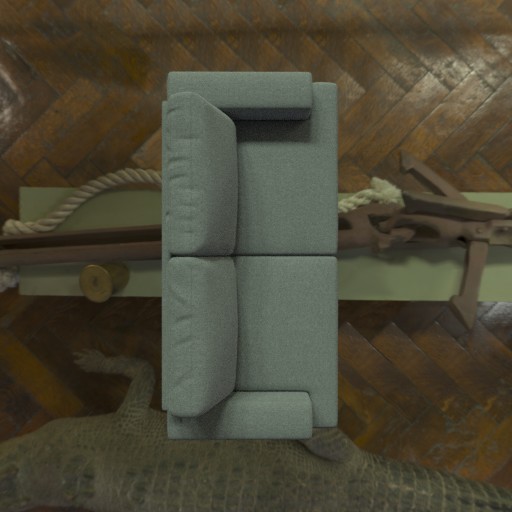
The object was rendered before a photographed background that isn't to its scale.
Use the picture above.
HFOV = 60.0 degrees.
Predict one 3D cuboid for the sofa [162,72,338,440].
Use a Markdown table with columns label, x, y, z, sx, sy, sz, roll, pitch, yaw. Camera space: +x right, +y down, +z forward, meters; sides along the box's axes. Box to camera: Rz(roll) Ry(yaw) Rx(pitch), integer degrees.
| label | x | y | z | sx | sy | sz | roll | pitch | yaw |
| --- | --- | --- | --- | --- | --- | --- | --- | --- | --- |
| sofa | 0.000 | 0.000 | 2.082 | 0.785 | 0.810 | 1.650 | 0 | 90 | 0 |
